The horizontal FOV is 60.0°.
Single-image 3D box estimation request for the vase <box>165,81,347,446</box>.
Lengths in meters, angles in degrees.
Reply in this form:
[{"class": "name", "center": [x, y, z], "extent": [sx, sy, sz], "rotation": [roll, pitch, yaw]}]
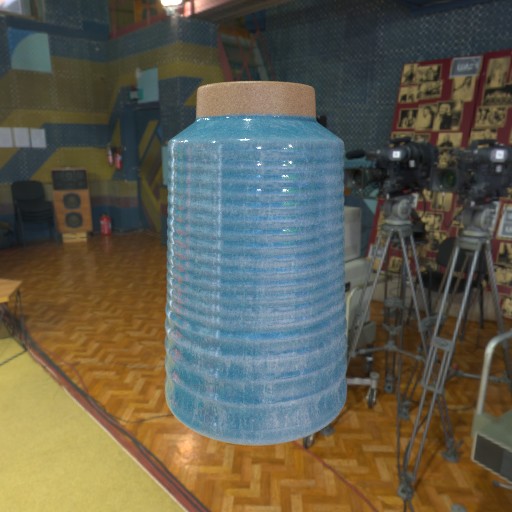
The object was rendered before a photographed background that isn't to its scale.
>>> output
[{"class": "vase", "center": [0.000, 0.000, 0.376], "extent": [0.163, 0.267, 0.163], "rotation": [0, 14, 0]}]
